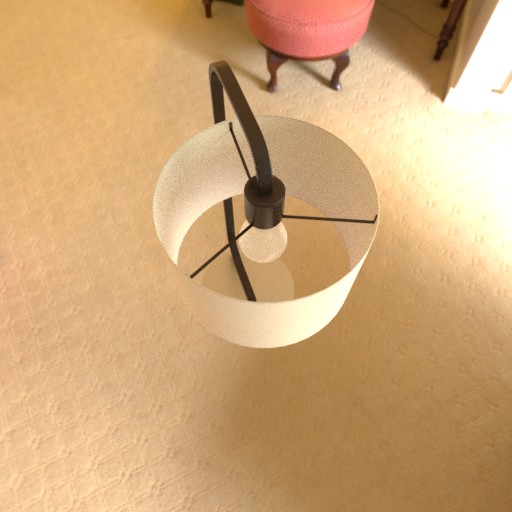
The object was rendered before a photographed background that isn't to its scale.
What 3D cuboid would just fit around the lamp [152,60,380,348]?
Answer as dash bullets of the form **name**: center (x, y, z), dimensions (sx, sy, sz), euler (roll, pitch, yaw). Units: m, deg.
- **lamp**: center (0.000, 0.000, 0.620), dimensions (0.230, 0.473, 0.288), euler (-17, 63, -9)
